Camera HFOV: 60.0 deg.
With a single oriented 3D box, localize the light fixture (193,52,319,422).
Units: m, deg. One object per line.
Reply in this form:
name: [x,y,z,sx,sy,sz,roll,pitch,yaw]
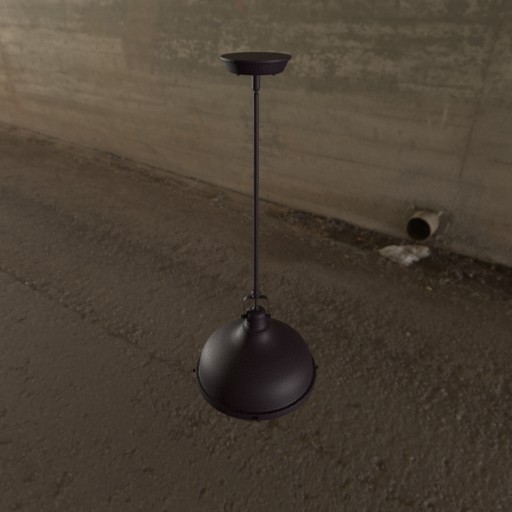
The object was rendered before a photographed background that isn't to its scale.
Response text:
light fixture: [0.000,0.000,1.025,0.341,0.849,0.341,-1,31,-2]
